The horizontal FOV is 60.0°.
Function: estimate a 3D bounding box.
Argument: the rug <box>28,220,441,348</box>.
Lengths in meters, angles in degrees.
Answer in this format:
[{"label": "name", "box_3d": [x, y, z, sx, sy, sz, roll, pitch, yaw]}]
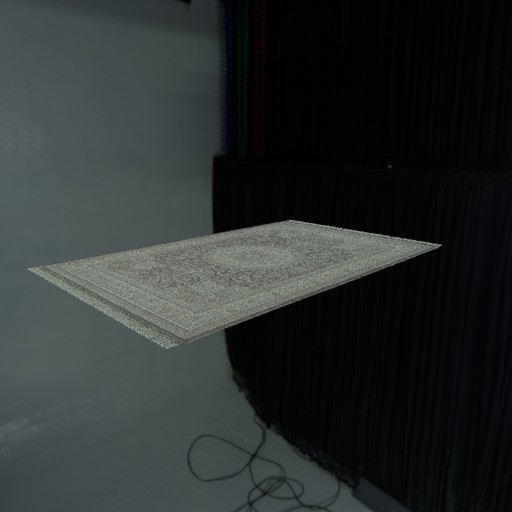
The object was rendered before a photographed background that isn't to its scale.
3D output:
[{"label": "rug", "box_3d": [0.000, 0.000, 3.021, 2.440, 0.010, 1.528, -14, 20, -43]}]
